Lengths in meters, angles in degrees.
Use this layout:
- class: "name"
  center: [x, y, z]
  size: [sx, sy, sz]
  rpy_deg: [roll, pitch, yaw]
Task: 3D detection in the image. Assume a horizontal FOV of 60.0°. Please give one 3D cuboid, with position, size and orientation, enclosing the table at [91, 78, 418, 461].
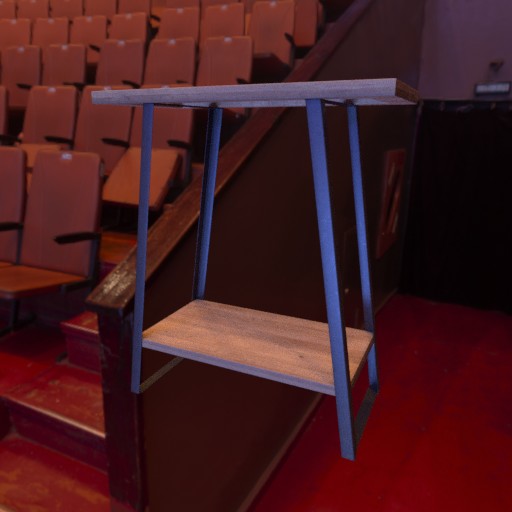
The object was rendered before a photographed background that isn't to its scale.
- class: "table"
  center: [0.000, 0.000, 1.004]
  size: [0.599, 0.701, 0.300]
  rpy_deg: [8, 18, 24]
